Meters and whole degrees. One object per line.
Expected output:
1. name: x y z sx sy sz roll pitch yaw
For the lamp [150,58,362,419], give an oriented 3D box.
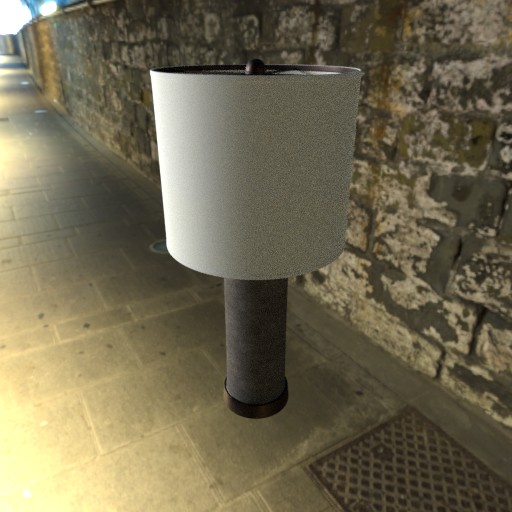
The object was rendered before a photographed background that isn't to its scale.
1. lamp: 0.000 0.000 0.774 0.301 0.630 0.301 -8 27 -16
